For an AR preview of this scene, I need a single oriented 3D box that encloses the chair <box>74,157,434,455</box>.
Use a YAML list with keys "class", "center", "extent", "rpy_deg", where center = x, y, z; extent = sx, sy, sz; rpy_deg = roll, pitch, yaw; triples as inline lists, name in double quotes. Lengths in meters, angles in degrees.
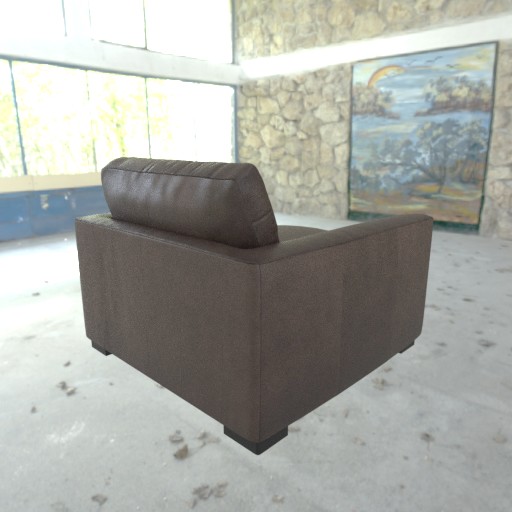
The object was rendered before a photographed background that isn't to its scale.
- class: "chair"
  center: [0.000, 0.000, 1.849]
  extent: [1.100, 0.812, 1.069]
  rpy_deg: [13, 19, 43]
